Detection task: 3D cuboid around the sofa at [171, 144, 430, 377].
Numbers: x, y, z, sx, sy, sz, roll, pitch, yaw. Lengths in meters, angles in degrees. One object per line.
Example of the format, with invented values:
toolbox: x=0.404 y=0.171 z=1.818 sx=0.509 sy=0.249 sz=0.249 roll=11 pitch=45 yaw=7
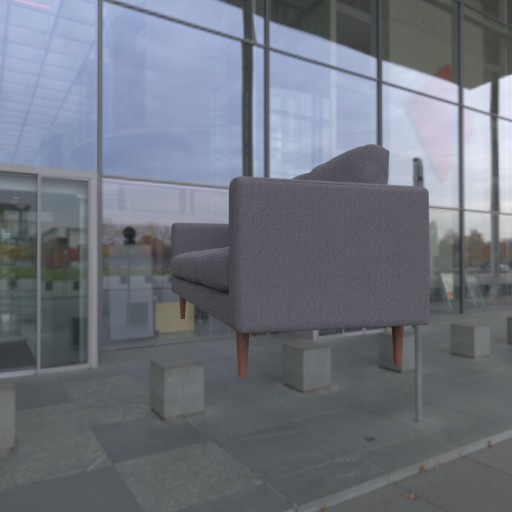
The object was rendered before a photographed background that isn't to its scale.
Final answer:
sofa: x=0.000 y=0.000 z=2.548 sx=0.802 sy=0.912 sz=2.029 roll=0 pitch=-1 yaw=-17
